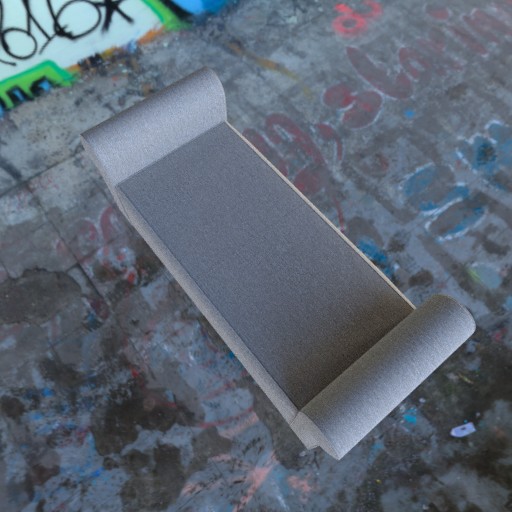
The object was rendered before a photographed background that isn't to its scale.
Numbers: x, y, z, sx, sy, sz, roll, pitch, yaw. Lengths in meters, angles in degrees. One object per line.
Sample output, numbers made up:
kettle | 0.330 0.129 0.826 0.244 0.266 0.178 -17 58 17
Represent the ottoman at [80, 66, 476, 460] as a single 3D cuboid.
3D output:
ottoman | 0.000 0.000 1.530 0.521 0.547 1.256 -36 69 -16
